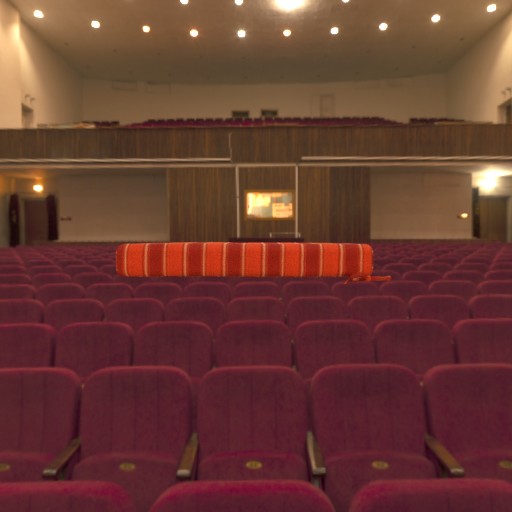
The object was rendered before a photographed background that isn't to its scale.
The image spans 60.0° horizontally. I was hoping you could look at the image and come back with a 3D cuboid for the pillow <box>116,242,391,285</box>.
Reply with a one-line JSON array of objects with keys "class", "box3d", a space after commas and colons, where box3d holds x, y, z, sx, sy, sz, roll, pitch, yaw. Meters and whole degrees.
[{"class": "pillow", "box3d": [0.000, 0.000, 1.341, 0.492, 0.081, 1.187, 0, 1, 0]}]
